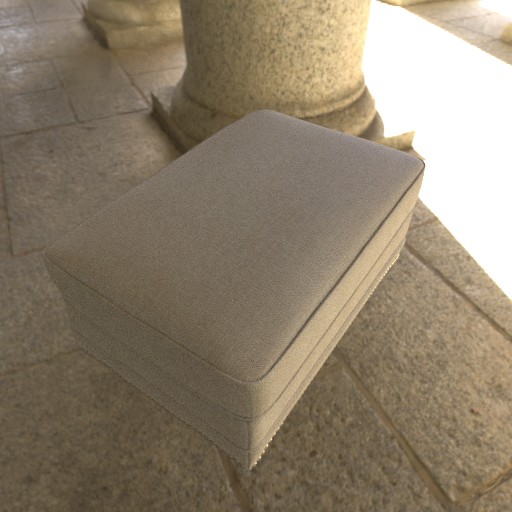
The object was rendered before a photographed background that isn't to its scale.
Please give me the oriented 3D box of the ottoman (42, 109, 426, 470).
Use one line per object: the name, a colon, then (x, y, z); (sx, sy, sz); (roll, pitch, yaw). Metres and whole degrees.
ottoman: (0.000, 0.000, 1.129); (0.559, 0.458, 0.813); (25, 49, 25)
